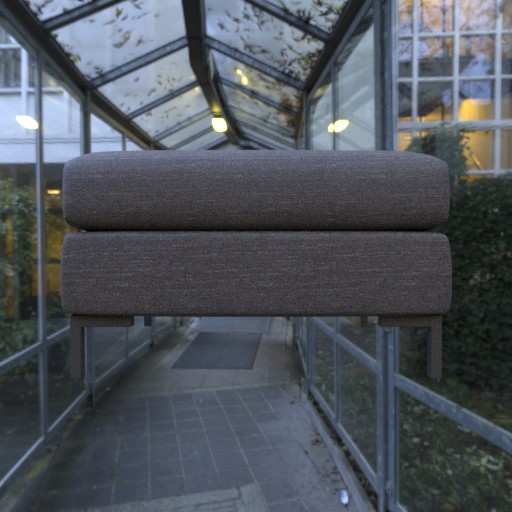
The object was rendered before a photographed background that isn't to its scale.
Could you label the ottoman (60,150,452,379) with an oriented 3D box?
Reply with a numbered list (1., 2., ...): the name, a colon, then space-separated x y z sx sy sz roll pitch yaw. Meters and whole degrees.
1. ottoman: 0.000 0.000 1.210 0.820 0.490 0.671 0 1 0
